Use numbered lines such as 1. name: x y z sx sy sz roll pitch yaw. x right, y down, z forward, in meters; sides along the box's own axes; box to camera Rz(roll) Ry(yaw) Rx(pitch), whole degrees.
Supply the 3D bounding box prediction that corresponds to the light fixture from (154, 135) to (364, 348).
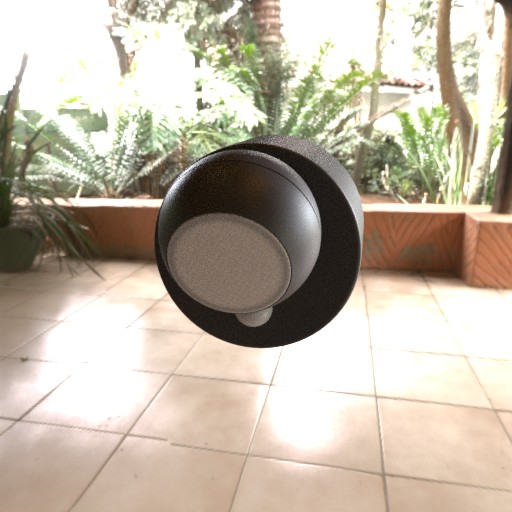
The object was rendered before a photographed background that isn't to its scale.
1. light fixture: 0.000 0.000 0.269 0.134 0.143 0.160 3 15 10
